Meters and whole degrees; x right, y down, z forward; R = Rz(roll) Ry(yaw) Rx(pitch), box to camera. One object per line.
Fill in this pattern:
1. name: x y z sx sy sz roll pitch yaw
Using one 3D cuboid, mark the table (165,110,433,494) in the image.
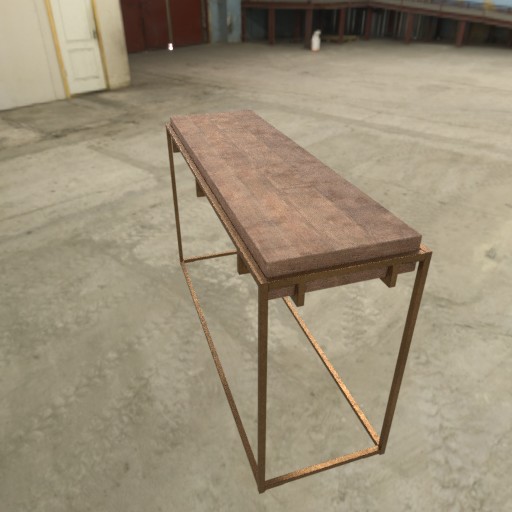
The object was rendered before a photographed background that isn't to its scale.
1. table: 0.000 0.000 1.775 0.440 0.820 1.400 -10 32 -16
